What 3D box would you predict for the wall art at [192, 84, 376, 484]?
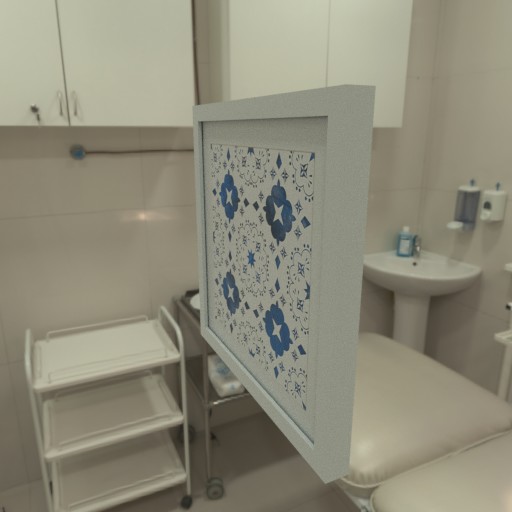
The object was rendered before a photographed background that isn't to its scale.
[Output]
[{"bbox_3d":[0.000,0.000,0.530,0.027,0.355,0.355,-8,18,-25],"label":"wall art"}]
